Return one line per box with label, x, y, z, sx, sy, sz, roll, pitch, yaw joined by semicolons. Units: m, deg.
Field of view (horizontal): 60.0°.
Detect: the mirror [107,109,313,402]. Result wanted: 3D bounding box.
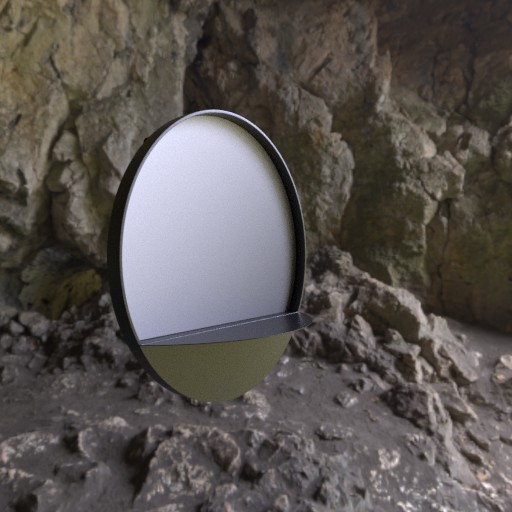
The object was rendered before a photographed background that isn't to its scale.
mirror;0.000;0.000;0.695;0.133;0.457;0.457;0;0;36
